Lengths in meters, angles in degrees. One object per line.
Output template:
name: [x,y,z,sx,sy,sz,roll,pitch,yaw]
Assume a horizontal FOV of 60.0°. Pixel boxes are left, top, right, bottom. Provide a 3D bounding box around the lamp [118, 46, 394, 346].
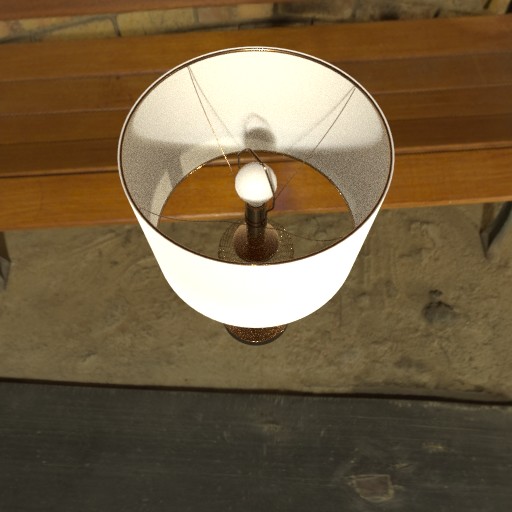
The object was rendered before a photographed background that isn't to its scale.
lamp: [0.000,0.000,0.624,0.252,0.483,0.252,-32,68,-15]
